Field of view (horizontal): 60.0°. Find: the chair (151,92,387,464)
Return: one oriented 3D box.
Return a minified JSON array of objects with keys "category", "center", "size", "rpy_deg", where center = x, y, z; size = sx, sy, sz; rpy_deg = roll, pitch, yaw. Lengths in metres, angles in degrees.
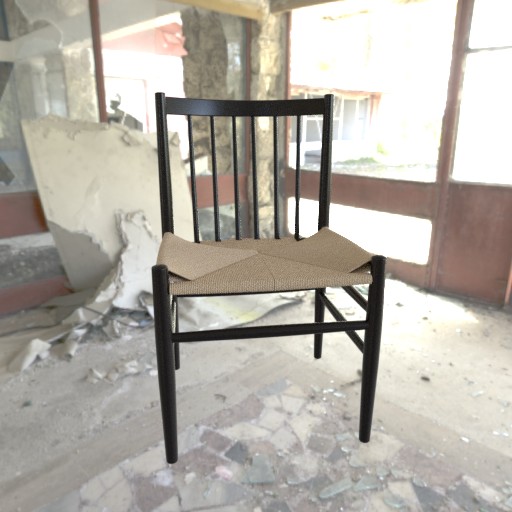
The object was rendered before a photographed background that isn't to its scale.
[{"category":"chair","center":[0.000,0.000,1.153],"size":[0.495,0.818,0.516],"rpy_deg":[-2,17,-8]}]
